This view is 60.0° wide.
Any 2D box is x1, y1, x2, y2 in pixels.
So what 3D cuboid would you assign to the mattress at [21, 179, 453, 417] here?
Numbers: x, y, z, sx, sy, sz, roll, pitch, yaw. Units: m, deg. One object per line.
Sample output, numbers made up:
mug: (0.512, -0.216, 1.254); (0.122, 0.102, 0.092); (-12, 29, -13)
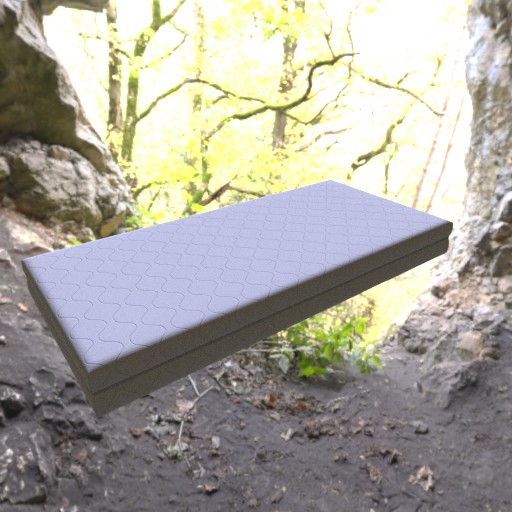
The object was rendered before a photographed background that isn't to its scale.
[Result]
mattress: (0.000, 0.000, 2.154); (1.900, 0.200, 0.900); (-19, 33, -32)
